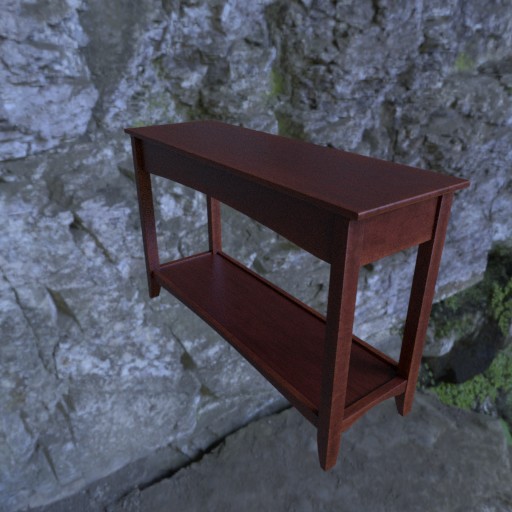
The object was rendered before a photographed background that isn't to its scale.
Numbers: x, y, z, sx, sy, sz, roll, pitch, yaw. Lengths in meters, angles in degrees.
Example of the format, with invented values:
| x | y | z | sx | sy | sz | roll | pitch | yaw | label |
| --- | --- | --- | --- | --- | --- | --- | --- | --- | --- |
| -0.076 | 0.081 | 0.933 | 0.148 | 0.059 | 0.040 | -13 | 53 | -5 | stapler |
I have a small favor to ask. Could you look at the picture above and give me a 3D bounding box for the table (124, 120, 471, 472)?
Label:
| x | y | z | sx | sy | sz | roll | pitch | yaw | label |
| --- | --- | --- | --- | --- | --- | --- | --- | --- | --- |
| 0.000 | 0.000 | 1.531 | 0.392 | 0.739 | 1.188 | -17 | 30 | -32 | table |
